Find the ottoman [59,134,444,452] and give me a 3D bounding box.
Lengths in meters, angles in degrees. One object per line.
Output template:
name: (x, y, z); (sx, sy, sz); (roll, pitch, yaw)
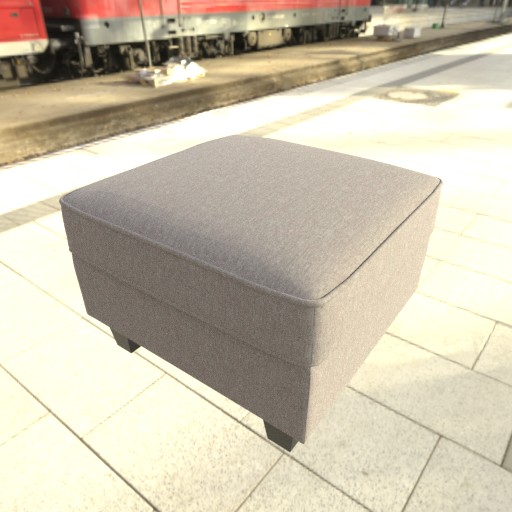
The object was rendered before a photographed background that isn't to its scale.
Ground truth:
ottoman: (0.000, 0.000, 1.389); (0.871, 0.612, 0.808); (21, 37, 30)
